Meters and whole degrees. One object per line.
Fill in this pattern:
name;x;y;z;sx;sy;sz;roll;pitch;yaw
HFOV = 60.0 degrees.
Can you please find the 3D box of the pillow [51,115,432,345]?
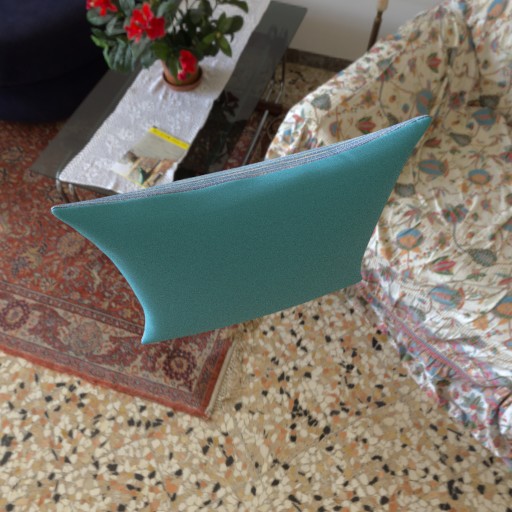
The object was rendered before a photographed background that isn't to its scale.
pillow;0.000;0.000;0.778;0.514;0.497;0.150;-15;61;-9
